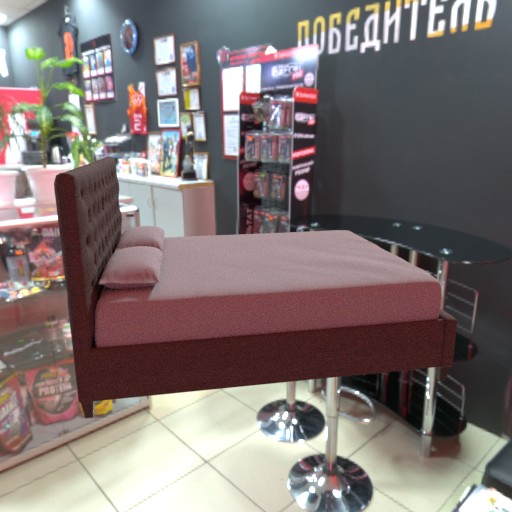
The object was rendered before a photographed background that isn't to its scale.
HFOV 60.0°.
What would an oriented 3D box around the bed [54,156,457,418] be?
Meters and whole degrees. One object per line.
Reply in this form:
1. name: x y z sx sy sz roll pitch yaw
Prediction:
1. bed: 0.000 0.000 3.390 2.387 1.427 1.698 -3 16 -10
